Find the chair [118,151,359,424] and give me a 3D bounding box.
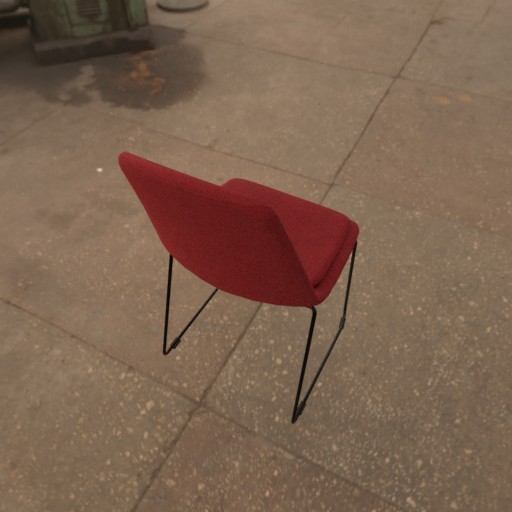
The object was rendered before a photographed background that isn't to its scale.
[{"bbox_3d":[0.000,0.000,1.175,0.479,0.858,0.518,22,51,19],"label":"chair"}]
